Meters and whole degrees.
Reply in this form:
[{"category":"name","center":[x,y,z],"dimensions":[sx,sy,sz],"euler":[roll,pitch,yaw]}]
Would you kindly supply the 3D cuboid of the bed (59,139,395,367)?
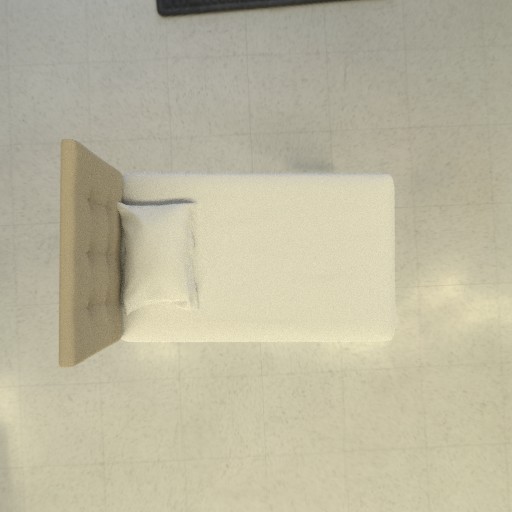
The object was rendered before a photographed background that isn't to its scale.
[{"category":"bed","center":[0.000,0.000,2.978],"dimensions":[1.997,1.571,1.261],"euler":[0,89,-1]}]
